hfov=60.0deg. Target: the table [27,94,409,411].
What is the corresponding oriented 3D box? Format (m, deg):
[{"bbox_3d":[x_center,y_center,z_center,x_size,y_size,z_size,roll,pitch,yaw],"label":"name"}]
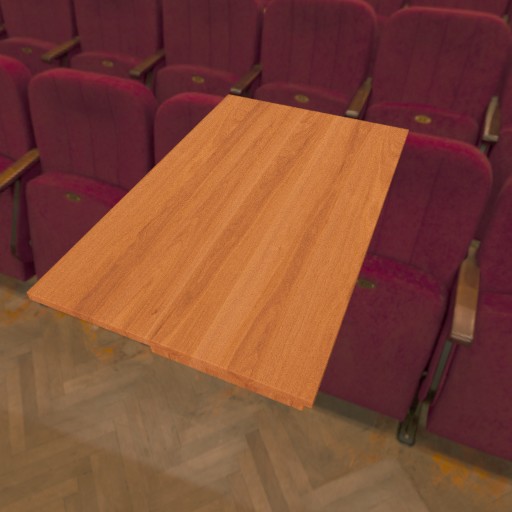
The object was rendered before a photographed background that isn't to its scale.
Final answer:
[{"bbox_3d":[0.000,0.000,1.475,0.700,0.510,1.100,17,48,16],"label":"table"}]
